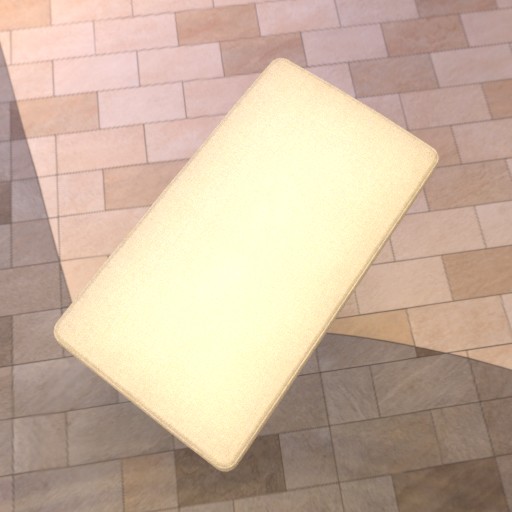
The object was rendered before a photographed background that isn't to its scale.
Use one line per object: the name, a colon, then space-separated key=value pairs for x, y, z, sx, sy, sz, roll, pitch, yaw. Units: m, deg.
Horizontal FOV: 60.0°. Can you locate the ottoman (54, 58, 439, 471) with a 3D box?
ottoman: x=0.000 y=0.000 z=1.424 sx=0.617 sy=0.461 sz=1.097 roll=35 pitch=78 yaw=8
